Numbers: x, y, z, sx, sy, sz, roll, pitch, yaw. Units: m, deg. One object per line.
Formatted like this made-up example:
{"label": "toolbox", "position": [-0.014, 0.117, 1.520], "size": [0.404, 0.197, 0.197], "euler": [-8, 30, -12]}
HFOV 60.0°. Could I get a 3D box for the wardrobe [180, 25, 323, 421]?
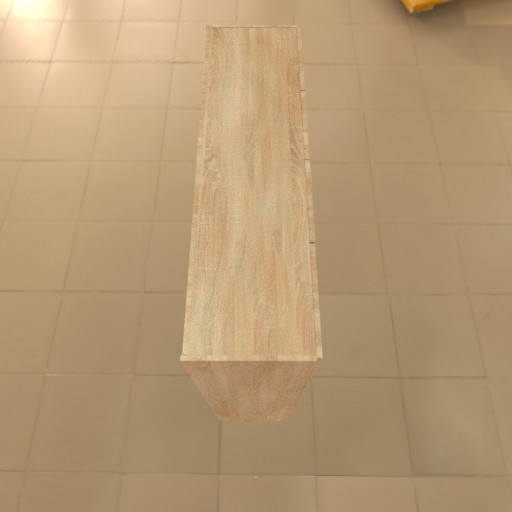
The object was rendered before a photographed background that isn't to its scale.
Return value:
{"label": "wardrobe", "position": [0.000, 0.000, 3.159], "size": [0.598, 2.159, 1.998], "euler": [0, 64, 0]}
